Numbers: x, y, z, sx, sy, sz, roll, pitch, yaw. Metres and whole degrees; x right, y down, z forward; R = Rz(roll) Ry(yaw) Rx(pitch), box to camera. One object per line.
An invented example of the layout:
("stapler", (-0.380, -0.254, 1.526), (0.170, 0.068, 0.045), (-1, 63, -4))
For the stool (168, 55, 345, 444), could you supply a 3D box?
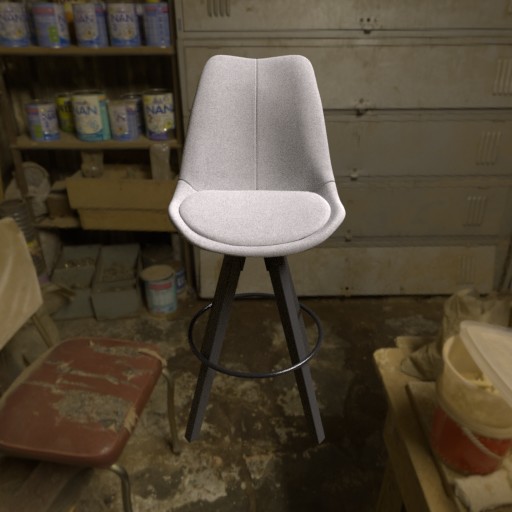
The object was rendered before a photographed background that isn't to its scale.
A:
("stool", (0.000, 0.000, 1.388), (0.485, 1.115, 0.550), (0, 28, 0))
